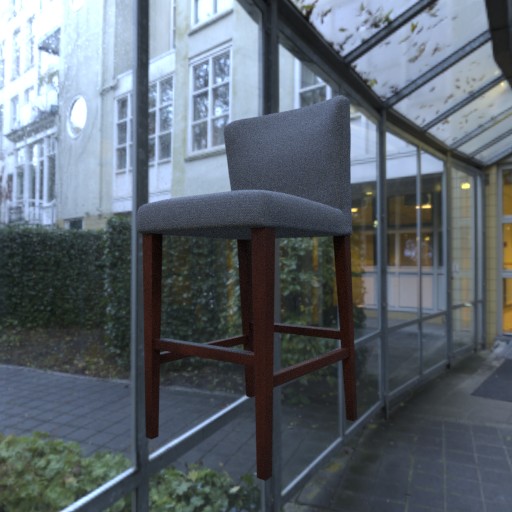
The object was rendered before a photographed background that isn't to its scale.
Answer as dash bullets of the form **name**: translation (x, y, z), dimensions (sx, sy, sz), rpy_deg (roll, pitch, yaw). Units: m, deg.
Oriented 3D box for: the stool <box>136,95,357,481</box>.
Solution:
- **stool**: translation (0.000, 0.000, 1.386), dimensions (0.486, 1.069, 0.568), rpy_deg (0, -1, 37)
